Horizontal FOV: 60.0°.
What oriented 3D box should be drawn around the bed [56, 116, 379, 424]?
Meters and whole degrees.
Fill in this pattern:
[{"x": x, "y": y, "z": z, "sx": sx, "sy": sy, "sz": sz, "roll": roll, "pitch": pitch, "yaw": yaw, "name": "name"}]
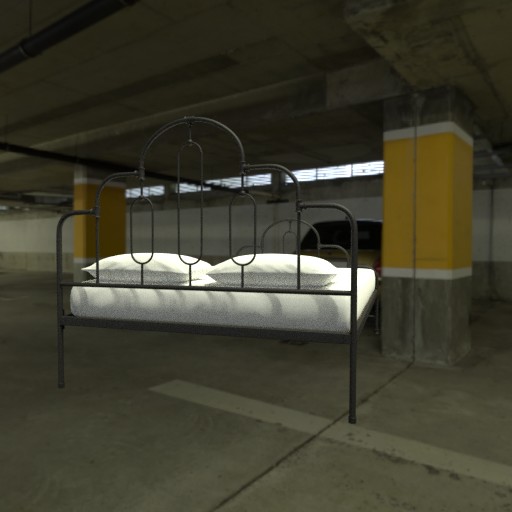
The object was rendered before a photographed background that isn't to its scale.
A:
[{"x": 0.000, "y": 0.000, "z": 3.219, "sx": 1.640, "sy": 1.429, "sz": 2.163, "roll": 0, "pitch": 1, "yaw": 18, "name": "bed"}]
